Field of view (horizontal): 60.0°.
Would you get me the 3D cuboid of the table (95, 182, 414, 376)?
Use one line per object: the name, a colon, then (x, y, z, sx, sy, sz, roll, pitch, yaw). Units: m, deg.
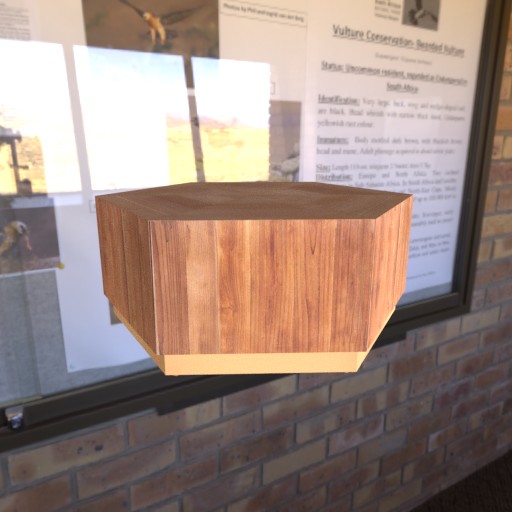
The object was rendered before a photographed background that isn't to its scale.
table: (0.000, 0.000, 1.662, 1.000, 0.456, 1.154, 8, 17, 27)
